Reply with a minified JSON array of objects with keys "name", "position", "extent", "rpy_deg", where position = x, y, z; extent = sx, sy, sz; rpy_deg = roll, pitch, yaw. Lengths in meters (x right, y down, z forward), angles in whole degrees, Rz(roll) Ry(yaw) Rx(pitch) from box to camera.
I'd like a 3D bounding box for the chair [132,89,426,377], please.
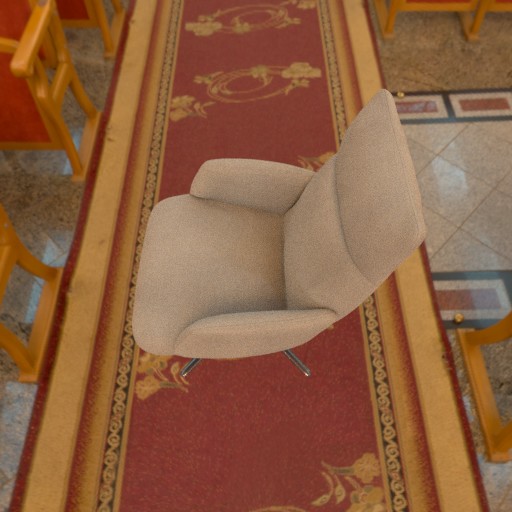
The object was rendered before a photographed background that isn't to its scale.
[{"name":"chair","position":[0.000,0.000,1.582],"extent":[0.889,1.016,0.711],"rpy_deg":[0,58,0]}]
